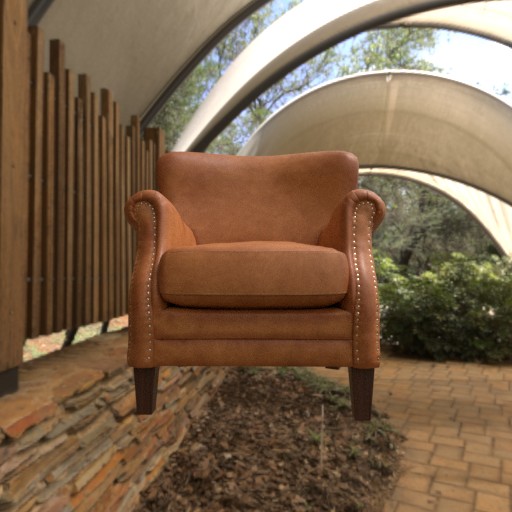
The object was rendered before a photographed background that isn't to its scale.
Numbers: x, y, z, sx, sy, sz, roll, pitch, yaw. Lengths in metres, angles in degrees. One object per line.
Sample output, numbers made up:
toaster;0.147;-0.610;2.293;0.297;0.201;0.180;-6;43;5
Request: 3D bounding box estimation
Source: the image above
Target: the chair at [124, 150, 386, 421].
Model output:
chair;0.000;0.000;1.652;0.861;0.936;0.921;0;-1;1
